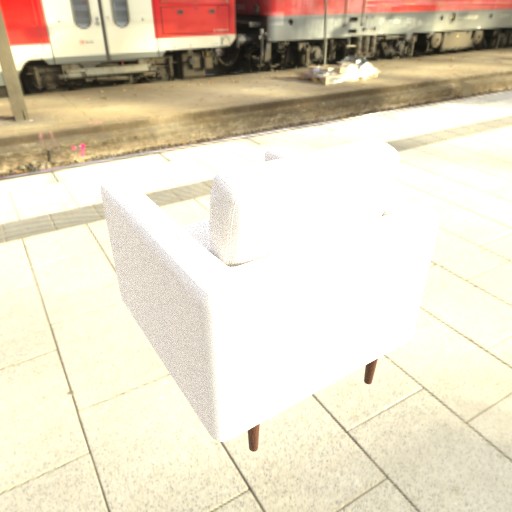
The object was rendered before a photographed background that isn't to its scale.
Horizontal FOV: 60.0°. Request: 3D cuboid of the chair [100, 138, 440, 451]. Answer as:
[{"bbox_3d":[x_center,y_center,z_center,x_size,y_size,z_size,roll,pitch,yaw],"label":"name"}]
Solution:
[{"bbox_3d":[0.000,0.000,1.602,0.831,0.899,0.879,-19,36,-28],"label":"chair"}]
